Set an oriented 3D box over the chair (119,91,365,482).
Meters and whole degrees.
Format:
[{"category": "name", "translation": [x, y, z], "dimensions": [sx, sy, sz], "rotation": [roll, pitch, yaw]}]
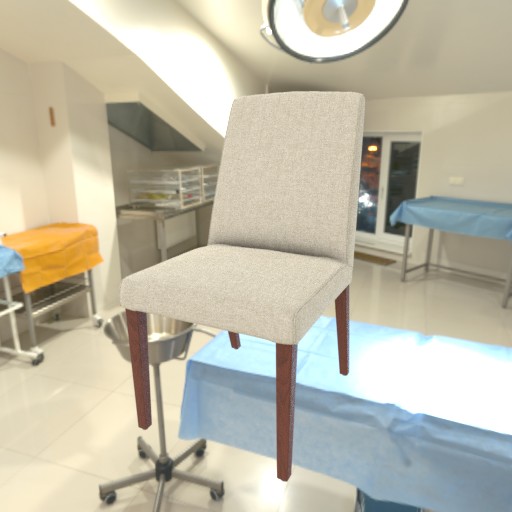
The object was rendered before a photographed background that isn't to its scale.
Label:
[{"category": "chair", "translation": [0.000, 0.000, 1.235], "dimensions": [0.480, 0.900, 0.594], "rotation": [8, 18, 25]}]
